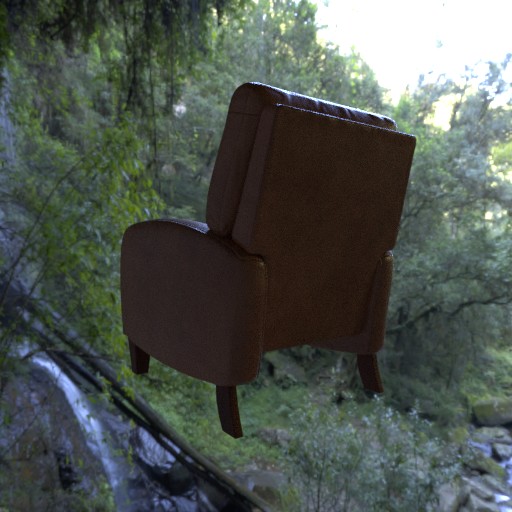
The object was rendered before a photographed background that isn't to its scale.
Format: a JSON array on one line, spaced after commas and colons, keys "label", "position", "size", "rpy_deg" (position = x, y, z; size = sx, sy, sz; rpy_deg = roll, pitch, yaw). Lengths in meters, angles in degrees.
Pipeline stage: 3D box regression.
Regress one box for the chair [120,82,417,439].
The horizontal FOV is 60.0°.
[{"label": "chair", "position": [0.000, 0.000, 1.691], "size": [0.762, 0.990, 0.990], "rpy_deg": [-1, 3, -36]}]
